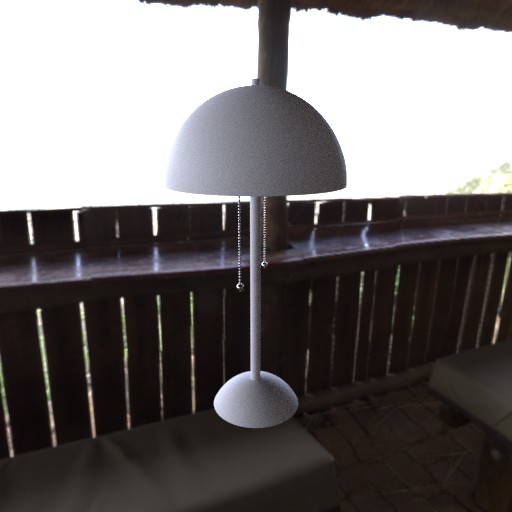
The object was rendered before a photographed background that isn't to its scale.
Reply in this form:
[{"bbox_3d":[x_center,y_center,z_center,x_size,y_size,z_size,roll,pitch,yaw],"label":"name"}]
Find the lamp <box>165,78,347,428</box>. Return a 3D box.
[{"bbox_3d":[0.000,0.000,0.443,0.171,0.330,0.171,0,15,0],"label":"lamp"}]
